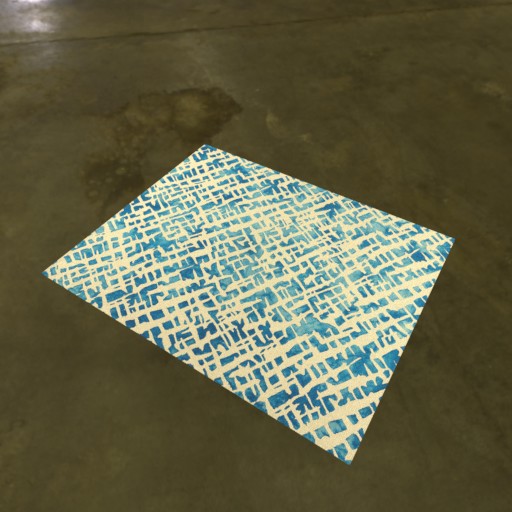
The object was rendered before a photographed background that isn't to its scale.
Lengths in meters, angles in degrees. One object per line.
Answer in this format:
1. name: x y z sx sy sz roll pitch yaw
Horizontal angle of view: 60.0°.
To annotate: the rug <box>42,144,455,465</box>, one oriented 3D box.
1. rug: 0.000 0.000 4.108 3.007 0.007 2.435 25 52 21
